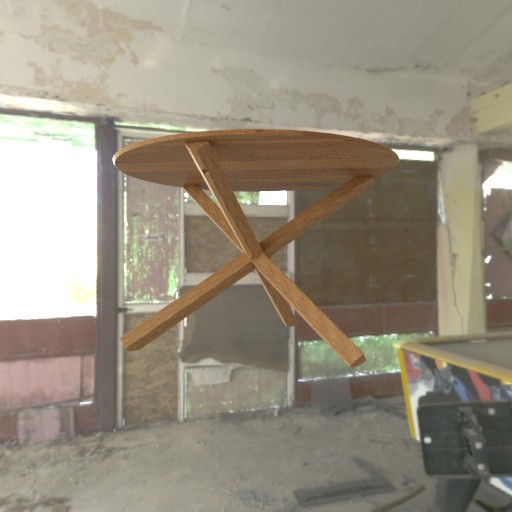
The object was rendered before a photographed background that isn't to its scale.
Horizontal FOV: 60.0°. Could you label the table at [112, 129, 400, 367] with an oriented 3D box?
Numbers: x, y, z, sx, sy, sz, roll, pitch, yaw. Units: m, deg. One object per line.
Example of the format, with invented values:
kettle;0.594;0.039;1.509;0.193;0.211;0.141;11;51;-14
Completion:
table;0.000;0.000;1.684;1.038;0.666;1.038;0;0;0
